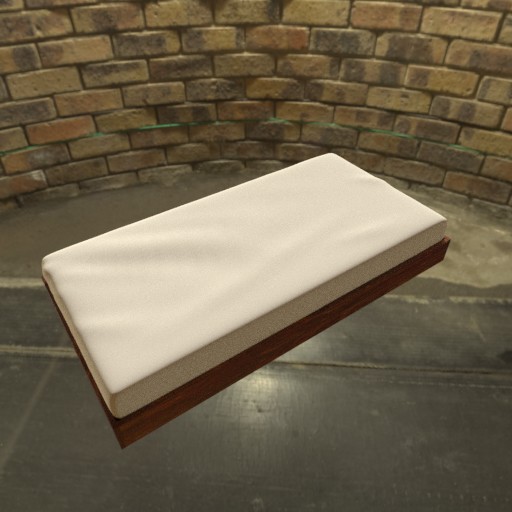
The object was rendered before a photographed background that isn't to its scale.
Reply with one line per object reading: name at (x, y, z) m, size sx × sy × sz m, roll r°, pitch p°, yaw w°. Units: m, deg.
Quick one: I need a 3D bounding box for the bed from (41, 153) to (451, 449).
bed at (0.000, 0.000, 2.231) m, size 1.860 × 0.312 × 0.940 m, roll -24°, pitch 46°, yaw -26°
